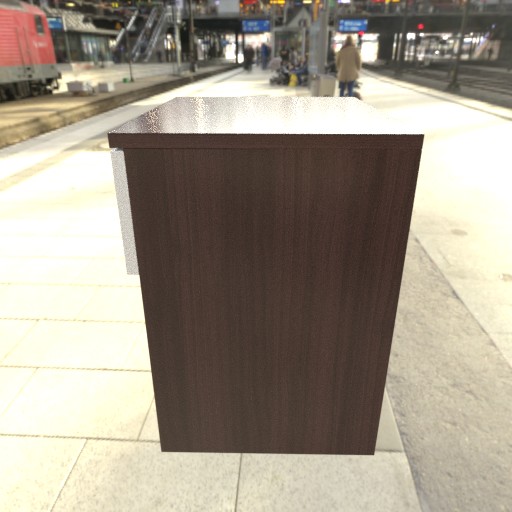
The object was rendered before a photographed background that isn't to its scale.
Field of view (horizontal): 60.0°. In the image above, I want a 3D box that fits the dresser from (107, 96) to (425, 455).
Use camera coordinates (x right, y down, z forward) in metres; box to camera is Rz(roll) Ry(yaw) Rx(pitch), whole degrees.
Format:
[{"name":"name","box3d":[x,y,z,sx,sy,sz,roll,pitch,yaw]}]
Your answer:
[{"name":"dresser","box3d":[0.000,0.000,0.746,0.360,0.470,0.400,0,25,1]}]
